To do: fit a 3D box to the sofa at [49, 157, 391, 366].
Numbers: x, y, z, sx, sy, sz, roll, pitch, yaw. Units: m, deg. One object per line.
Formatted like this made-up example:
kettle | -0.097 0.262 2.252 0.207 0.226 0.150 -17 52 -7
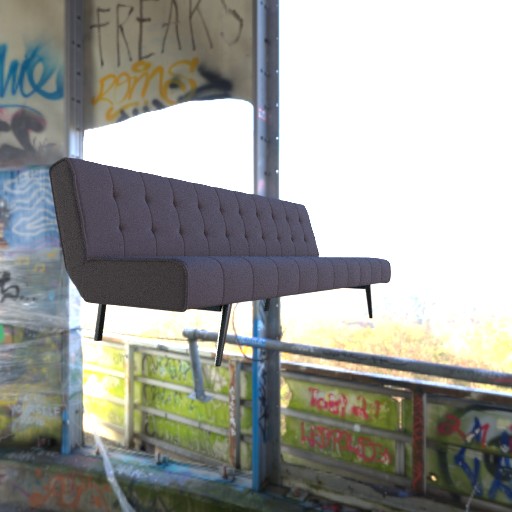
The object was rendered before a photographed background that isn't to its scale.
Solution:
sofa | 0.000 0.000 2.121 0.747 0.699 1.703 0 0 35
